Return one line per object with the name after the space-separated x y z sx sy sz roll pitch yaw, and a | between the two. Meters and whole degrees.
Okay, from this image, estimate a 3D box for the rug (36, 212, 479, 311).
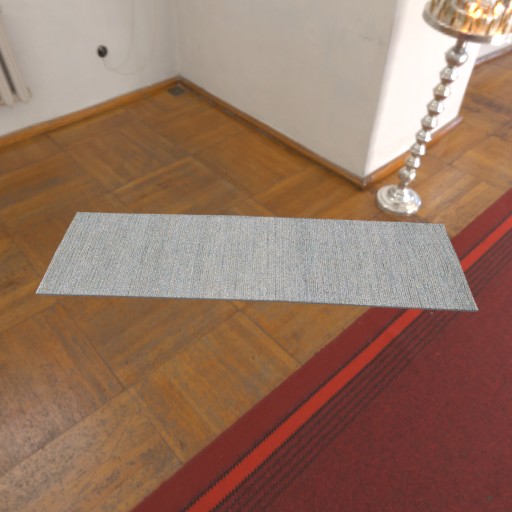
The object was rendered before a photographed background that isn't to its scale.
0.000 0.000 2.565 2.341 0.037 0.675 2 46 2 | rug
